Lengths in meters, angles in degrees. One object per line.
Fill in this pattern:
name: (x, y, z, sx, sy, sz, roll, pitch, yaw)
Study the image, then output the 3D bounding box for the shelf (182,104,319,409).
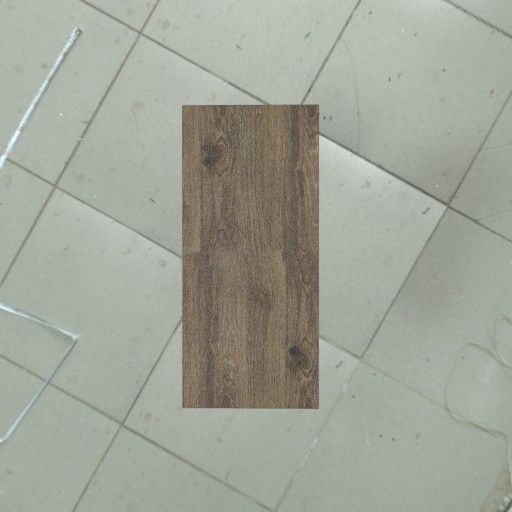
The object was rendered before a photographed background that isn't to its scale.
shelf: (0.000, 0.000, 2.017, 0.360, 1.700, 0.800, 0, 90, 1)
